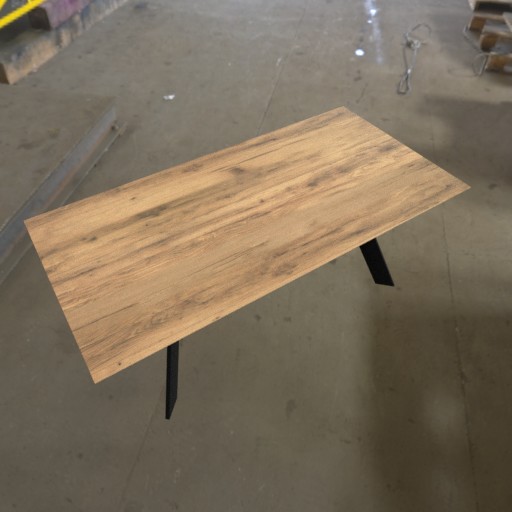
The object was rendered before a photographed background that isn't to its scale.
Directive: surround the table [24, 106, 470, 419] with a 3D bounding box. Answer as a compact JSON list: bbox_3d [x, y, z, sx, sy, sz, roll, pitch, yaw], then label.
[{"bbox_3d":[0.000,0.000,2.485,2.000,0.770,1.000,-26,52,-22],"label":"table"}]
